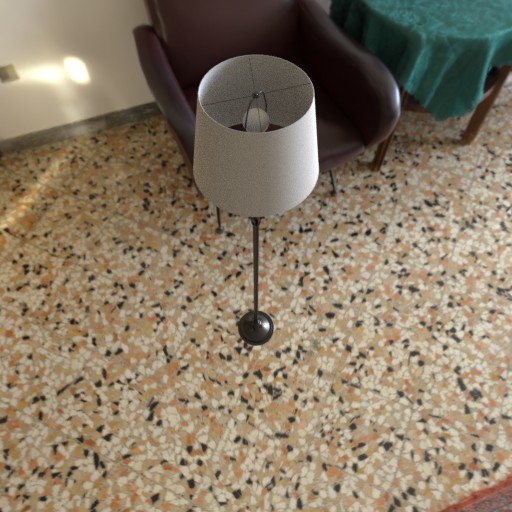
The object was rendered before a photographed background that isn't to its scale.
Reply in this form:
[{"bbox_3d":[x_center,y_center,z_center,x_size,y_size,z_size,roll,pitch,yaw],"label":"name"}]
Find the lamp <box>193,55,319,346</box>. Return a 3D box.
[{"bbox_3d":[0.000,0.000,1.804,0.379,1.623,0.379,0,60,0],"label":"lamp"}]
